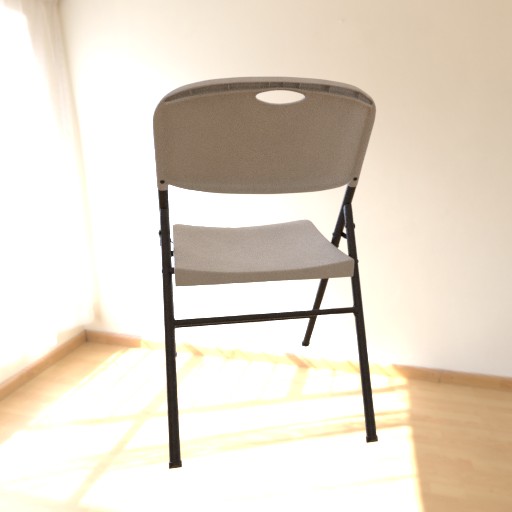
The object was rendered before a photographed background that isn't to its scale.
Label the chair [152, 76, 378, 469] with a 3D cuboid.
[{"bbox_3d":[0.000,0.000,1.168,0.494,0.810,0.566,-3,14,-11],"label":"chair"}]
